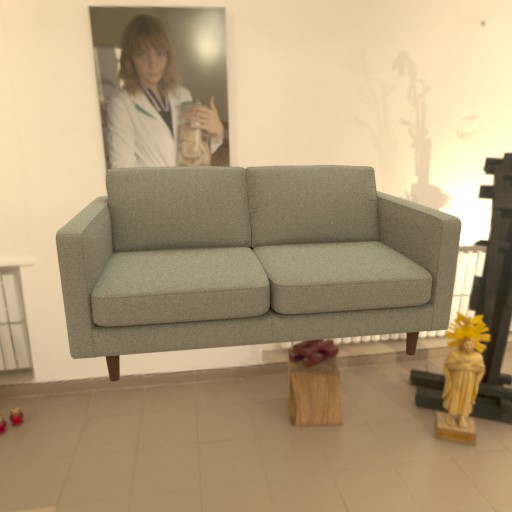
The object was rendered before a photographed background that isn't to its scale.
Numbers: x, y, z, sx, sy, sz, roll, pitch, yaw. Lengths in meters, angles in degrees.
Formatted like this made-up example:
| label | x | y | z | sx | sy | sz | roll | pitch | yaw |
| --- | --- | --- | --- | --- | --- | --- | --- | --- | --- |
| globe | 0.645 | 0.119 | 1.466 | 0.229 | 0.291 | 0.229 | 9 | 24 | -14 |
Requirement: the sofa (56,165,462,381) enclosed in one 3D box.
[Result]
| label | x | y | z | sx | sy | sz | roll | pitch | yaw |
| --- | --- | --- | --- | --- | --- | --- | --- | --- | --- |
| sofa | 0.000 | 0.000 | 2.346 | 1.731 | 0.900 | 1.000 | -3 | 16 | -9 |
